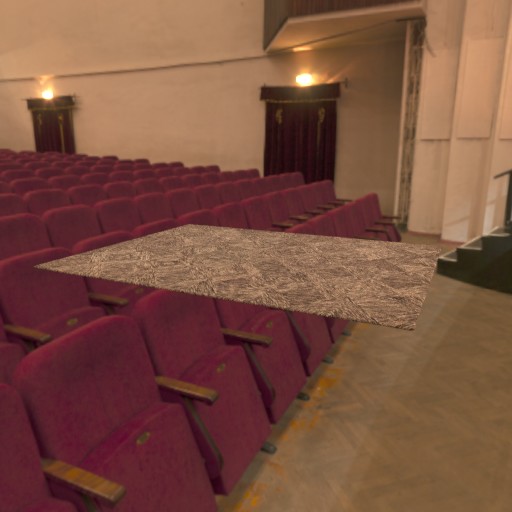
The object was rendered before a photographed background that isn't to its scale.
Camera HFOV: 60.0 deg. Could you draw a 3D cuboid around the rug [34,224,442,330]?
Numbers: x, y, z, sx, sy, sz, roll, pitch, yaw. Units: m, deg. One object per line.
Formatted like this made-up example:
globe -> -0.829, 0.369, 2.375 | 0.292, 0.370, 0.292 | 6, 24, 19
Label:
rug -> 0.000, 0.000, 4.300 | 3.204, 0.017, 2.448 | 7, 15, 25
